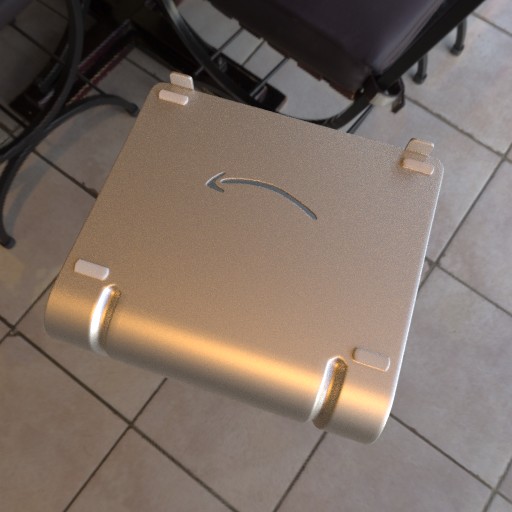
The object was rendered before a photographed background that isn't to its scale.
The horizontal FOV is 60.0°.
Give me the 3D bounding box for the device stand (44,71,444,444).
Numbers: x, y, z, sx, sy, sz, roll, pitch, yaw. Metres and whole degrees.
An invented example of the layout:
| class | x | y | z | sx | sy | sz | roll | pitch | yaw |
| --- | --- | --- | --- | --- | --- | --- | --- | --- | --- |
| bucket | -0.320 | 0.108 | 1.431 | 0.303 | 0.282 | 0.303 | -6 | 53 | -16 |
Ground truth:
| class | x | y | z | sx | sy | sz | roll | pitch | yaw |
| --- | --- | --- | --- | --- | --- | --- | --- | --- | --- |
| device stand | 0.000 | 0.000 | 0.387 | 0.256 | 0.155 | 0.236 | 17 | 75 | 5 |
